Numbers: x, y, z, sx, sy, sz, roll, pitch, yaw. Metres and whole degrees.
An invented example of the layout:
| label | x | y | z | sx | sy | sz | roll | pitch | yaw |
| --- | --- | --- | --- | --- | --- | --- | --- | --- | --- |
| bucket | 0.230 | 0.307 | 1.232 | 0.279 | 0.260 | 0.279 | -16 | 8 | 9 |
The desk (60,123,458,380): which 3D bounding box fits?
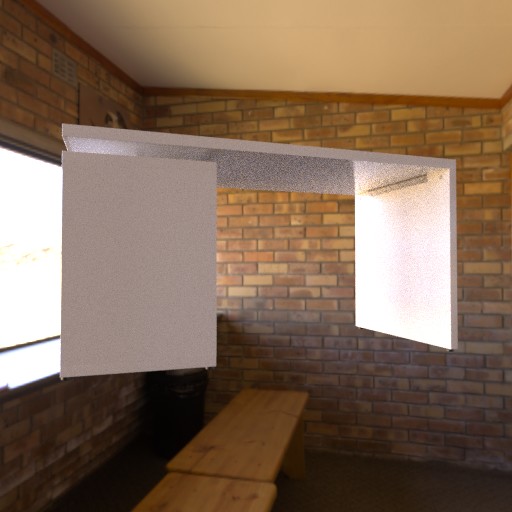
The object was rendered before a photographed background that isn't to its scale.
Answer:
| label | x | y | z | sx | sy | sz | roll | pitch | yaw |
| --- | --- | --- | --- | --- | --- | --- | --- | --- | --- |
| desk | 0.000 | 0.000 | 1.814 | 1.400 | 0.740 | 0.690 | 0 | -1 | -18 |
